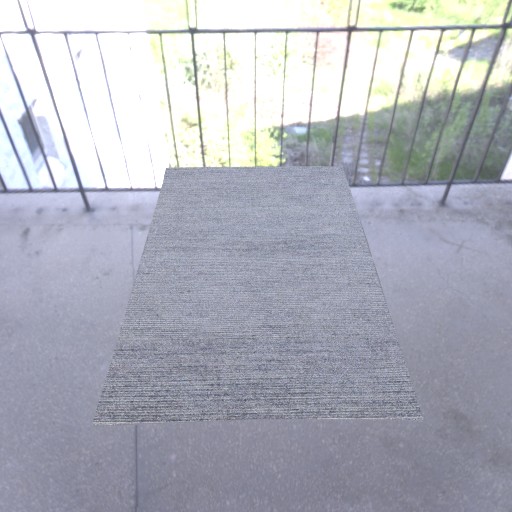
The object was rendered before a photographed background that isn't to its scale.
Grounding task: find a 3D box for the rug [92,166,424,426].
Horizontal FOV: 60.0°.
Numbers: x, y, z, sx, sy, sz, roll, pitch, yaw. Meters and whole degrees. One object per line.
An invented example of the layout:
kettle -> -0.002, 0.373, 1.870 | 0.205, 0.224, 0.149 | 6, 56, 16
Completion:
rug -> 0.000, 0.000, 2.214 | 1.159, 0.021, 1.789 | 0, 41, 0
